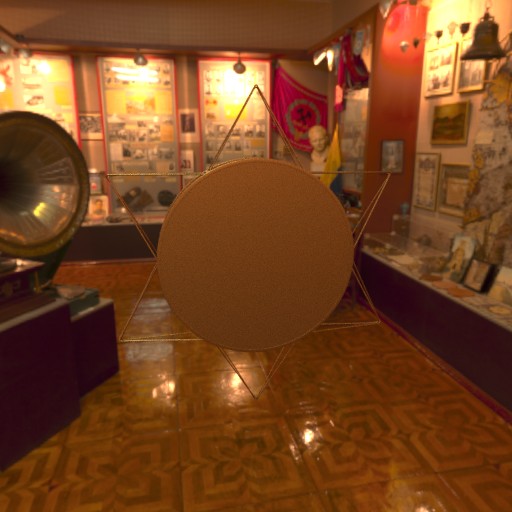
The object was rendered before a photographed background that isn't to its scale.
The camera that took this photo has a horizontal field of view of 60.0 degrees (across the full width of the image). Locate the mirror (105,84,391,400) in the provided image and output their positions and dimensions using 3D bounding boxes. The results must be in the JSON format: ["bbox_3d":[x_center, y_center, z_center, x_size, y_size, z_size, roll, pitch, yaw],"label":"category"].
[{"bbox_3d":[0.000,0.000,0.798,0.498,0.581,0.062,-2,14,-9],"label":"mirror"}]
